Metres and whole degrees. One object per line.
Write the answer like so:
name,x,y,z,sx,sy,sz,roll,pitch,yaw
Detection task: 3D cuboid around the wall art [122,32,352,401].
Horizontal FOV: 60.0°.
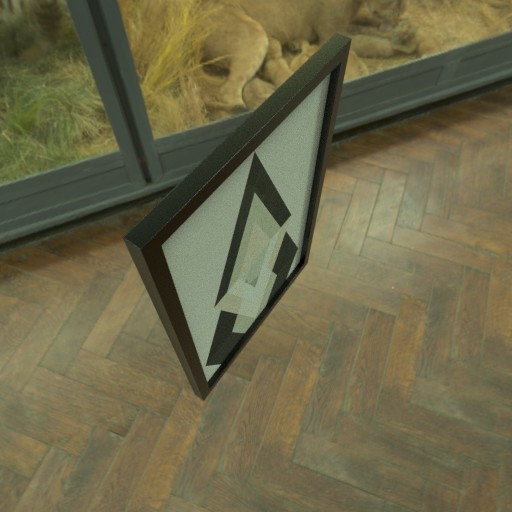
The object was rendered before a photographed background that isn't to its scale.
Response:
wall art,0.000,0.000,0.585,0.019,0.455,0.314,31,64,18
